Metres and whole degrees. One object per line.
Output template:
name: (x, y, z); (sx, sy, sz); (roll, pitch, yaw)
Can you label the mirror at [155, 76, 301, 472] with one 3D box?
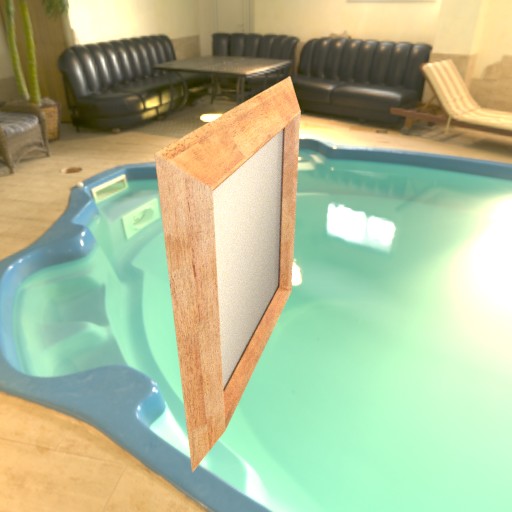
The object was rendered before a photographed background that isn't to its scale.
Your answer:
mirror: (0.000, 0.000, 0.979); (0.047, 0.651, 0.651); (10, 32, 16)
